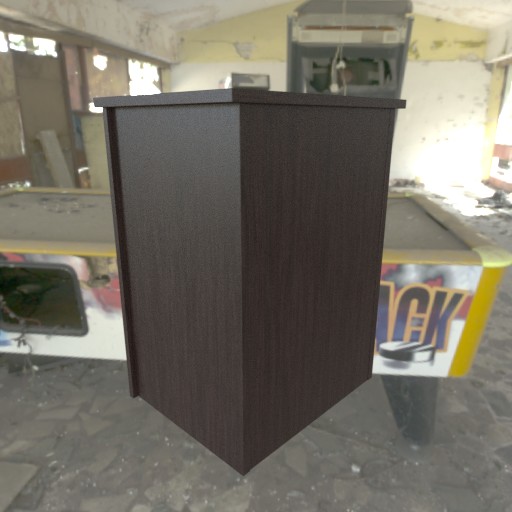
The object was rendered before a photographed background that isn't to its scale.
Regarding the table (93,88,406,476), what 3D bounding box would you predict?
[{"bbox_3d":[0.000,0.000,0.949,0.381,0.635,0.480,16,23,42],"label":"table"}]
